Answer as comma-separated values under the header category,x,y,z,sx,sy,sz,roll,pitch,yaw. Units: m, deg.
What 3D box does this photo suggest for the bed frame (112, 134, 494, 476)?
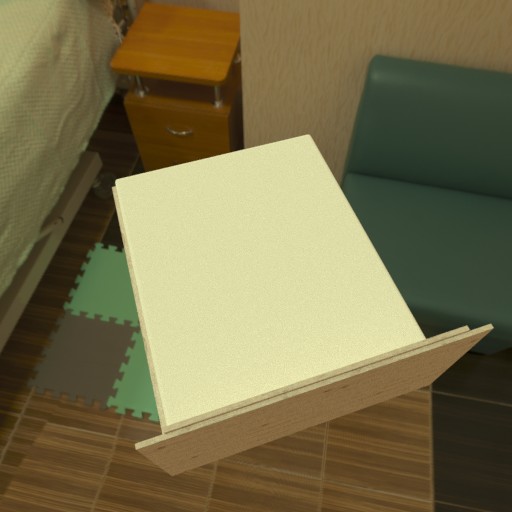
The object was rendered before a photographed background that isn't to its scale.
category,x,y,z,sx,sy,sz,roll,pitch,yaw
bed frame,0.000,0.000,2.934,1.750,0.970,2.080,-16,59,-10
